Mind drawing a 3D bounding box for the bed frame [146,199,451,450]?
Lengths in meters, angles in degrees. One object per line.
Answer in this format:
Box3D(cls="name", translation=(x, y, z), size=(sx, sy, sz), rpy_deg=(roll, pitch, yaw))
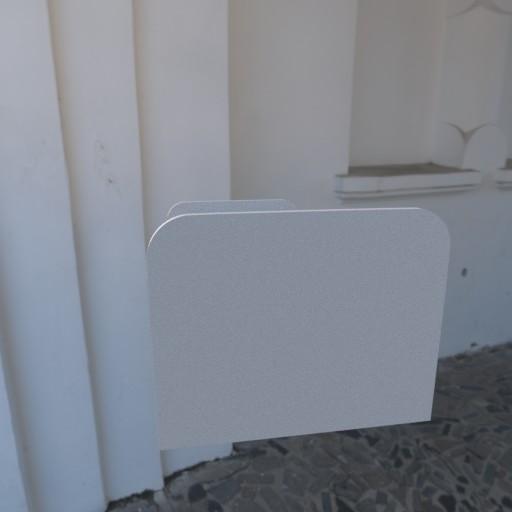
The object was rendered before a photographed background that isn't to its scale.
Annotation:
Box3D(cls="bed frame", translation=(0.000, 0.000, 2.413), size=(0.998, 0.805, 1.963), rpy_deg=(-2, 15, -9))
